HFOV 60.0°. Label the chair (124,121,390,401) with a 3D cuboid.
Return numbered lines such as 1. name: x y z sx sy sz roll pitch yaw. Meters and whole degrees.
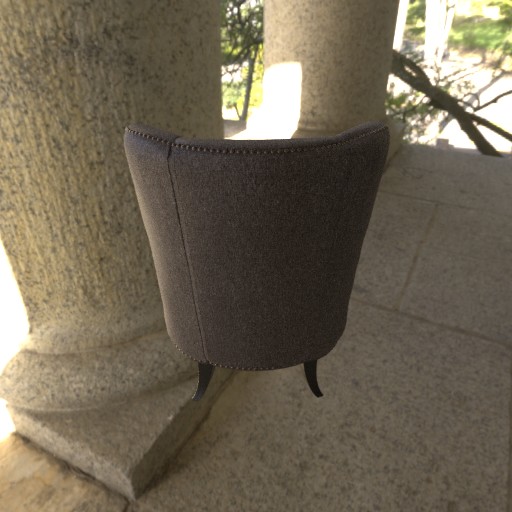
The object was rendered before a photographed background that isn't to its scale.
1. chair: 0.000 0.000 1.620 0.759 1.060 0.758 -1 32 -2
